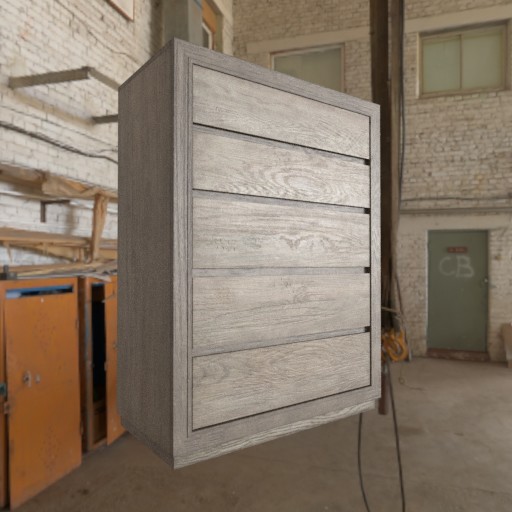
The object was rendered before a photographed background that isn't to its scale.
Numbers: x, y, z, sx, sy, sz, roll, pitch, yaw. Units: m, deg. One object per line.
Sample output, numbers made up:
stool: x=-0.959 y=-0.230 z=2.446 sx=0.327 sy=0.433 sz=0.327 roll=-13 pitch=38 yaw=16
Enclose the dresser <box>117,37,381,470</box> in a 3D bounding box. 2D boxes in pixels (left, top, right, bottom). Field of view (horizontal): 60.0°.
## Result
dresser: x=0.000 y=0.000 z=1.793 sx=0.967 sy=1.295 sz=0.483 roll=1 pitch=-1 yaw=-37
